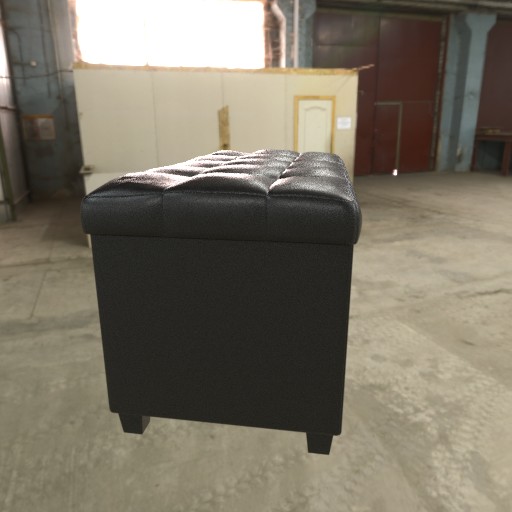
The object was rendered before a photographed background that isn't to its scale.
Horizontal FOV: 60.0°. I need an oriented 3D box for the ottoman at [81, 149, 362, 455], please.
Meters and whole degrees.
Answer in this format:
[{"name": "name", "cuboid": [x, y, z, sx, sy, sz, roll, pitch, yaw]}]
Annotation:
[{"name": "ottoman", "cuboid": [0.000, 0.000, 1.085, 0.432, 0.470, 0.838, 3, 17, 9]}]
